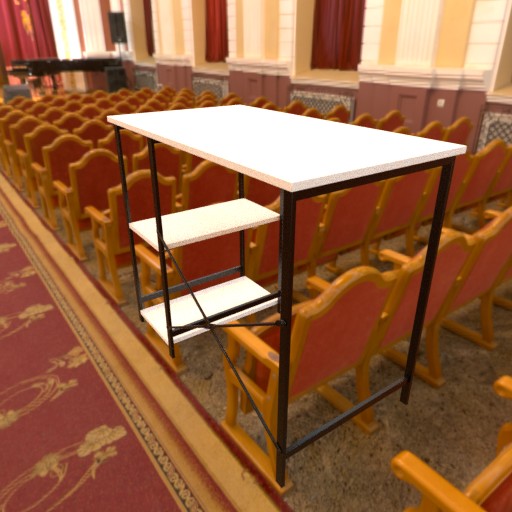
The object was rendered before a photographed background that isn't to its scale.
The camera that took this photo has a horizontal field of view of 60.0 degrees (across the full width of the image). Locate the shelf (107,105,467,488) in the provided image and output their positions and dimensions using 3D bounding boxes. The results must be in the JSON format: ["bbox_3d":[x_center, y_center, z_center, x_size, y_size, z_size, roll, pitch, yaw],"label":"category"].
[{"bbox_3d":[0.000,0.000,1.338,0.498,0.750,0.902,-17,30,-31],"label":"shelf"}]
